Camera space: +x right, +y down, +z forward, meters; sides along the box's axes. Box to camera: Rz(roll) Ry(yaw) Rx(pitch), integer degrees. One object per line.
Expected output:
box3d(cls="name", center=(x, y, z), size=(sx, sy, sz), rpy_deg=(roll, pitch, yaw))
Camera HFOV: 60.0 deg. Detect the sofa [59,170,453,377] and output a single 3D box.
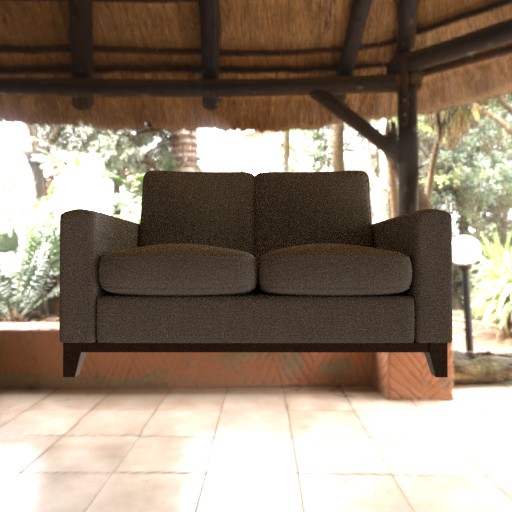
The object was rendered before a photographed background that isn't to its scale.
box3d(cls="sofa", center=(0.000, 0.000, 2.008), size=(1.420, 0.873, 0.917), rpy_deg=(0, 0, 0))
